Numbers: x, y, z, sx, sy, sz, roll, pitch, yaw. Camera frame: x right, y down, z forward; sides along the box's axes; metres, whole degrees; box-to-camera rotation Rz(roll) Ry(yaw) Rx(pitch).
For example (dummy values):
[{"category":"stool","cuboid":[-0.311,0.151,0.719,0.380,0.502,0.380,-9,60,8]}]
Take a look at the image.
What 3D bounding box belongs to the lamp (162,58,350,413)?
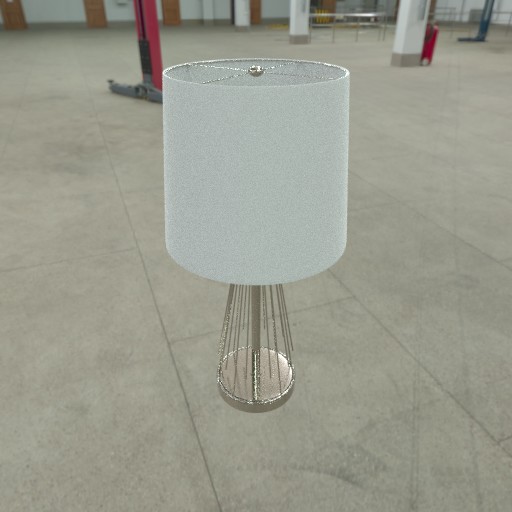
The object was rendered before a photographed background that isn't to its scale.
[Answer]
[{"category":"lamp","cuboid":[0.000,0.000,0.777,0.303,0.618,0.303,0,31,0]}]
